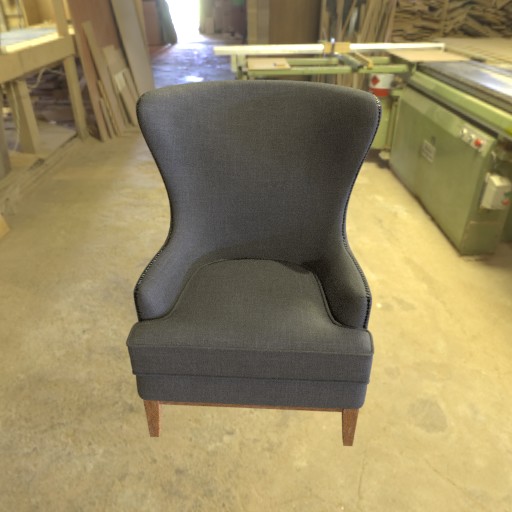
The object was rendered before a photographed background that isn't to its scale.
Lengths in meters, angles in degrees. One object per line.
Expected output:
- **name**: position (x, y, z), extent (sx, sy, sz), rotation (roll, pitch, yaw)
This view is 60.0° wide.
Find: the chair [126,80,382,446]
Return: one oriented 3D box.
- **chair**: position (0.000, 0.000, 1.750), extent (0.864, 1.176, 0.883), rotation (2, 31, 3)
